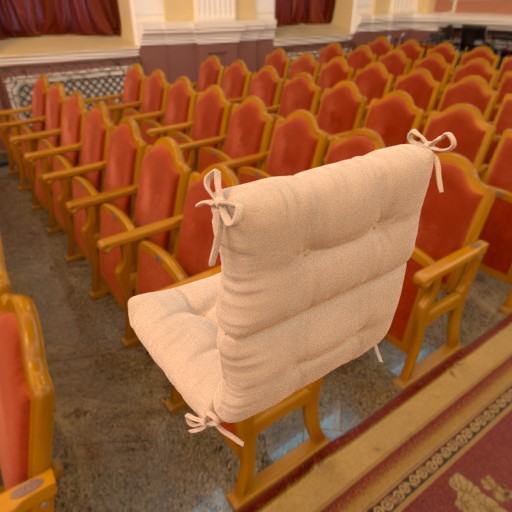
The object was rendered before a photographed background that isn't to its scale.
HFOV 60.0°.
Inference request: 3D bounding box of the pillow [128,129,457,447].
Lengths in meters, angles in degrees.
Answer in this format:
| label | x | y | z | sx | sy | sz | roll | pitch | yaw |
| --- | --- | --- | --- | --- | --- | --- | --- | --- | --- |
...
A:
| label | x | y | z | sx | sy | sz | roll | pitch | yaw |
| --- | --- | --- | --- | --- | --- | --- | --- | --- | --- |
| pillow | 0.000 | 0.000 | 1.003 | 0.519 | 0.605 | 0.571 | -20 | 36 | -30 |
